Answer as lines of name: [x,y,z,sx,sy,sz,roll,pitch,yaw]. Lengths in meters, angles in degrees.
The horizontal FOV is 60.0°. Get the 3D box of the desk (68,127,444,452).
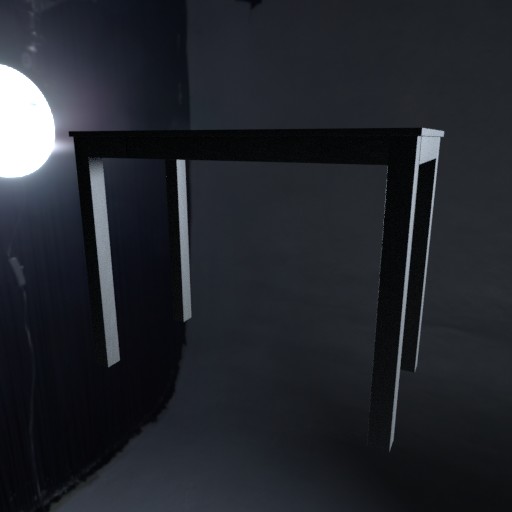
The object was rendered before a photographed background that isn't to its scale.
desk: [0.000,0.000,1.406,0.991,0.762,0.499,7,17,26]
